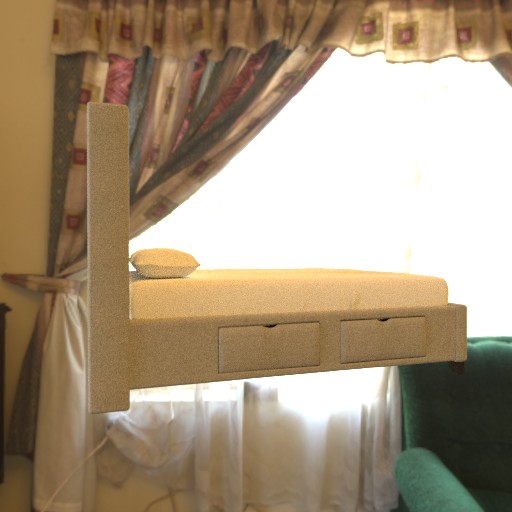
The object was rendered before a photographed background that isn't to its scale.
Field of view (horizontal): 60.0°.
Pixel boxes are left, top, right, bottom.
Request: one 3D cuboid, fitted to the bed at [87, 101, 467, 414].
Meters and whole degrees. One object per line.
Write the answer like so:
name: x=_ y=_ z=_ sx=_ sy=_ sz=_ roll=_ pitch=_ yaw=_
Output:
bed: x=0.000 y=0.000 z=3.260 sx=2.222 sy=1.491 sz=1.774 roll=0 pitch=1 yaw=-17
